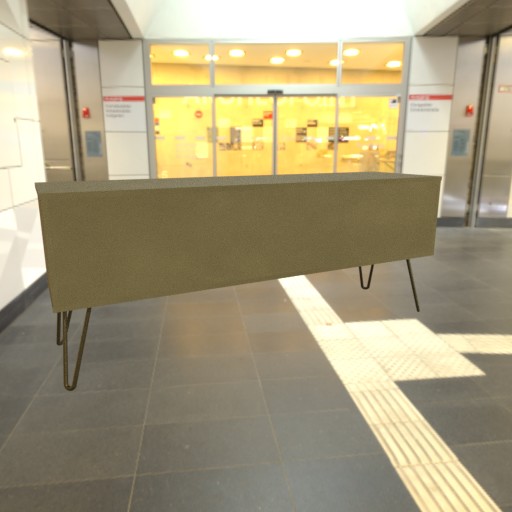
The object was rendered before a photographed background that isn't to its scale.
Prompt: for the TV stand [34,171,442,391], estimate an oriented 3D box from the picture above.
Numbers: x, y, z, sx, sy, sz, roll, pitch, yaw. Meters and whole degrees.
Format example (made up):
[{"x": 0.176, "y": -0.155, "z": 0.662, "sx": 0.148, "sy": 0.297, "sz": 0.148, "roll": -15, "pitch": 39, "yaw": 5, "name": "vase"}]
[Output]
[{"x": 0.000, "y": 0.000, "z": 1.633, "sx": 1.400, "sy": 0.560, "sz": 0.400, "roll": -7, "pitch": 16, "yaw": -26, "name": "TV stand"}]
